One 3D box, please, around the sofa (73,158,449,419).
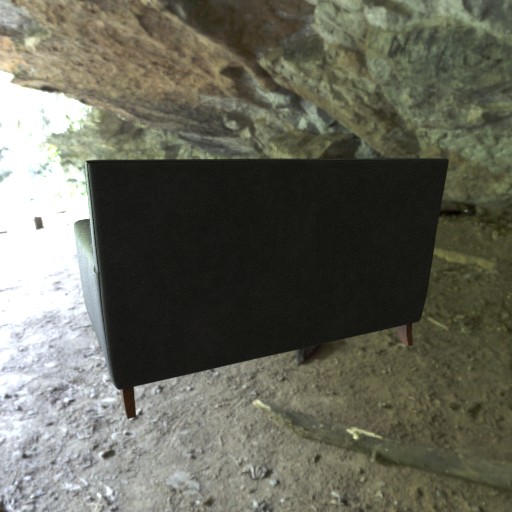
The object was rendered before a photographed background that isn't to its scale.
[{"bbox_3d":[0.000,0.000,2.011,1.473,0.871,0.787,-6,14,-26],"label":"sofa"}]
